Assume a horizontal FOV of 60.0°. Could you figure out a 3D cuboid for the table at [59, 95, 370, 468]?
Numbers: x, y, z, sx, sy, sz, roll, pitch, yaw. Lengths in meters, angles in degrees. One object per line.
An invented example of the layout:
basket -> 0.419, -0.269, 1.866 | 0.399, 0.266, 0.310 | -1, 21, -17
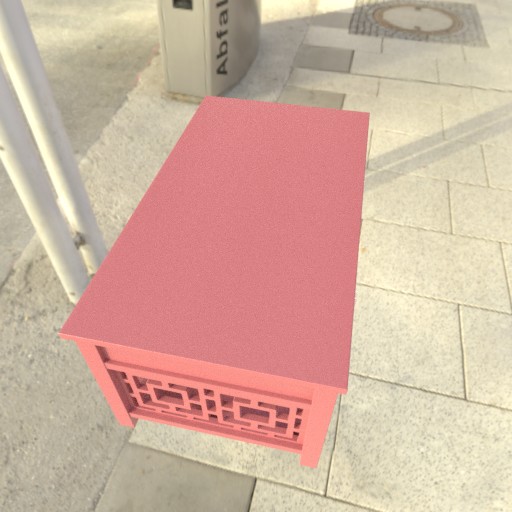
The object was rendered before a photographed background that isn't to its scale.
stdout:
table -> 0.000, 0.000, 1.417 | 0.612, 0.493, 1.068 | 9, 47, 8
